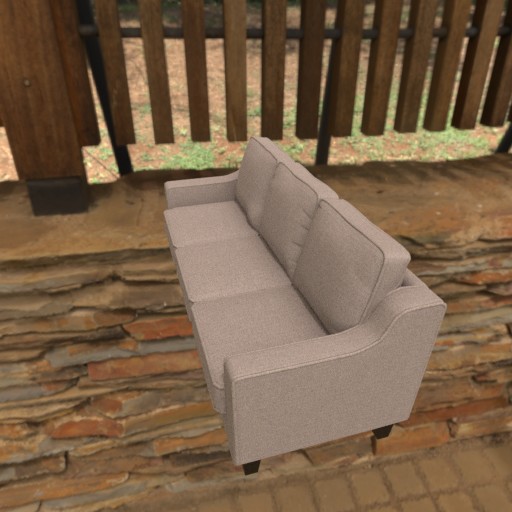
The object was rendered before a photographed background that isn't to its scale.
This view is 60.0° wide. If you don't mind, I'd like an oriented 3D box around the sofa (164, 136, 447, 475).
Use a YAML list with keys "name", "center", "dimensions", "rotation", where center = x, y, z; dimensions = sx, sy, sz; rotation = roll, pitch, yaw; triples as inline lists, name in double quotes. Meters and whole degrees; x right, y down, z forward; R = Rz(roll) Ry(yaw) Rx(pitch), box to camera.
- name: "sofa"
  center: [0.000, 0.000, 2.607]
  dimensions: [0.899, 0.950, 2.129]
  rotation: [-8, 30, -14]
